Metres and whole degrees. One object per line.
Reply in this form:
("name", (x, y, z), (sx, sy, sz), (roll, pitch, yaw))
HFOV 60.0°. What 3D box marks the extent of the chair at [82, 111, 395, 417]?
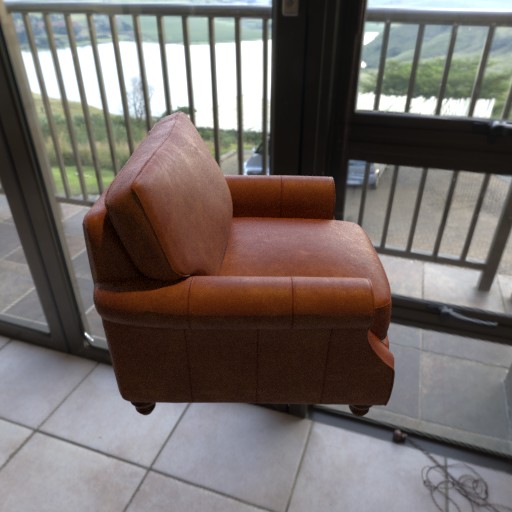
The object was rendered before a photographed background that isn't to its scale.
("chair", (0.000, 0.000, 1.720), (0.986, 0.962, 0.983), (0, 32, 0))
